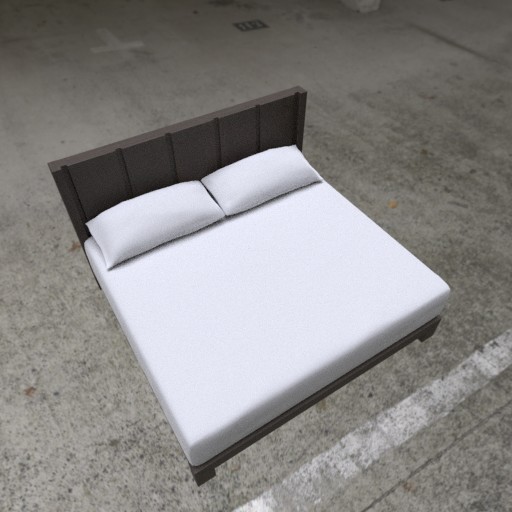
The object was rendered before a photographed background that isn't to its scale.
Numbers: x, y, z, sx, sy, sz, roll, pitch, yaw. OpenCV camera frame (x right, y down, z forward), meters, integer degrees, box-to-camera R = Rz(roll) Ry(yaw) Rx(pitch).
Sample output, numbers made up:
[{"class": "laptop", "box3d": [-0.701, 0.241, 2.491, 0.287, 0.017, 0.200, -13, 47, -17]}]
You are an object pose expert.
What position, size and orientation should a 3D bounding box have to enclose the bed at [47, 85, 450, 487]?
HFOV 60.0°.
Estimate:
[{"class": "bed", "box3d": [0.000, 0.000, 3.321, 2.134, 1.270, 2.012, -25, 52, -21]}]
